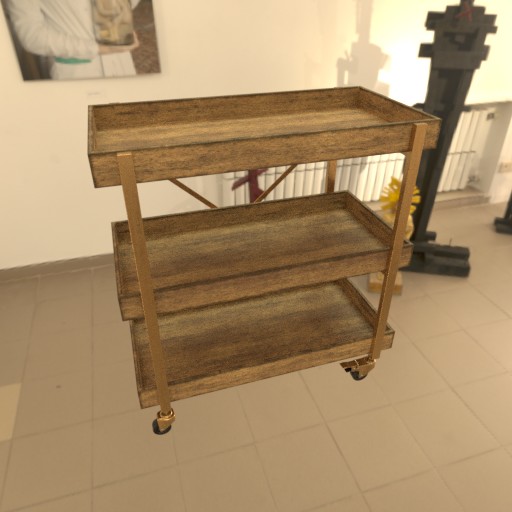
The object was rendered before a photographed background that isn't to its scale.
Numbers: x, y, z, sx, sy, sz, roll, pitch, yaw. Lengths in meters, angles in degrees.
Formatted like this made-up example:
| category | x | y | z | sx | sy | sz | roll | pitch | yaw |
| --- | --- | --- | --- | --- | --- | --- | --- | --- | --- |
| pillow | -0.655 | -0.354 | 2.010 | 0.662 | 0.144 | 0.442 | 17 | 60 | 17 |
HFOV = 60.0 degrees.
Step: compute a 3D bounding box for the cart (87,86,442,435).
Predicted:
| category | x | y | z | sx | sy | sz | roll | pitch | yaw |
| --- | --- | --- | --- | --- | --- | --- | --- | --- | --- |
| cart | 0.000 | 0.000 | 1.250 | 0.750 | 0.799 | 0.416 | -10 | 34 | -15 |
